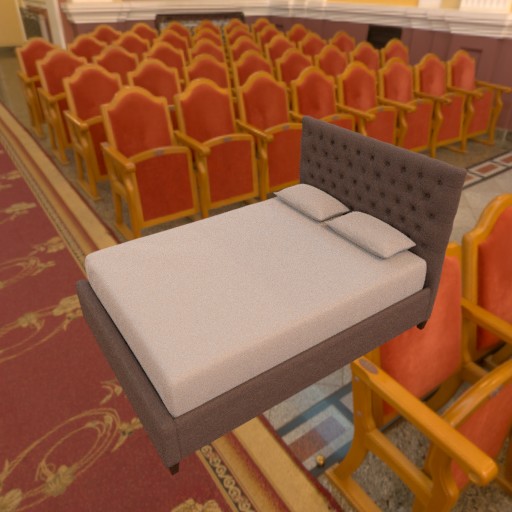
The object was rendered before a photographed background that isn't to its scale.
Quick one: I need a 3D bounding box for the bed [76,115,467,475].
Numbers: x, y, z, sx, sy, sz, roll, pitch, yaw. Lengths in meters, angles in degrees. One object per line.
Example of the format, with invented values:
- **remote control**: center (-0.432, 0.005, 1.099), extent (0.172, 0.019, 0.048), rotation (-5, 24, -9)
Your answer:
- **bed**: center (0.000, 0.000, 3.384), extent (2.387, 1.427, 1.698), rotation (-20, 37, -29)
